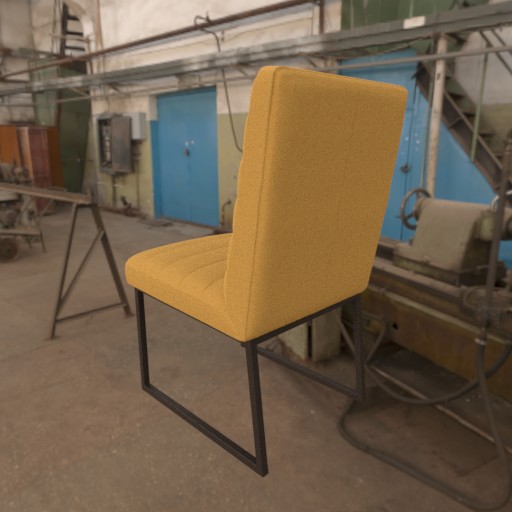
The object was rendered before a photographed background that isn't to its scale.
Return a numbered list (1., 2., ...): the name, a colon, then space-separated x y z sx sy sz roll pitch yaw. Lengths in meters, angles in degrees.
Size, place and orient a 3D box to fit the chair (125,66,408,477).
1. chair: 0.000 0.000 1.288 0.520 0.930 0.634 -14 21 -43
